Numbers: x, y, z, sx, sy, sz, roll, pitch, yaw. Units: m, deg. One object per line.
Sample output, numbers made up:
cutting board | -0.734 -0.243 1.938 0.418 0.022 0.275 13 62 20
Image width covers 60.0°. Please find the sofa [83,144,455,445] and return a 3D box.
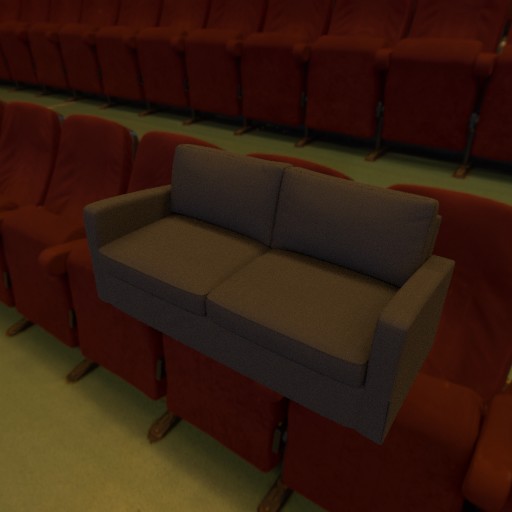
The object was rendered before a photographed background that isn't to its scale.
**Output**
sofa | 0.000 0.000 2.397 1.852 0.839 0.898 19 36 29
